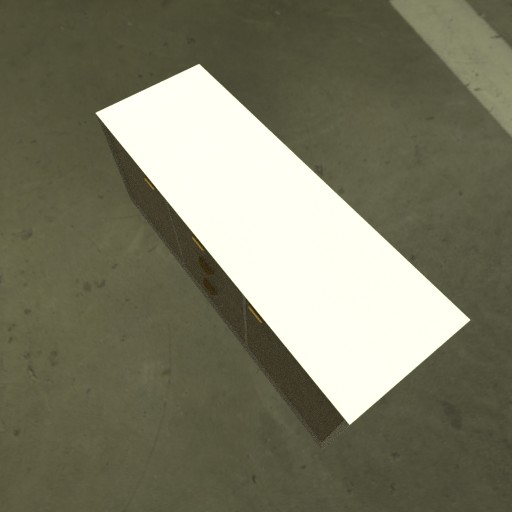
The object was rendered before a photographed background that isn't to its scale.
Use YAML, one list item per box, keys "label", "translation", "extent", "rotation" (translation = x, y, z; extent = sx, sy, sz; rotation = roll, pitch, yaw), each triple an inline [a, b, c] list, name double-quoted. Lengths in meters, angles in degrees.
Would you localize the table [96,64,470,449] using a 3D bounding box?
- label: "table"
  translation: [0.000, 0.000, 1.909]
  extent: [0.508, 0.769, 1.500]
  rotation: [-33, 65, -17]
